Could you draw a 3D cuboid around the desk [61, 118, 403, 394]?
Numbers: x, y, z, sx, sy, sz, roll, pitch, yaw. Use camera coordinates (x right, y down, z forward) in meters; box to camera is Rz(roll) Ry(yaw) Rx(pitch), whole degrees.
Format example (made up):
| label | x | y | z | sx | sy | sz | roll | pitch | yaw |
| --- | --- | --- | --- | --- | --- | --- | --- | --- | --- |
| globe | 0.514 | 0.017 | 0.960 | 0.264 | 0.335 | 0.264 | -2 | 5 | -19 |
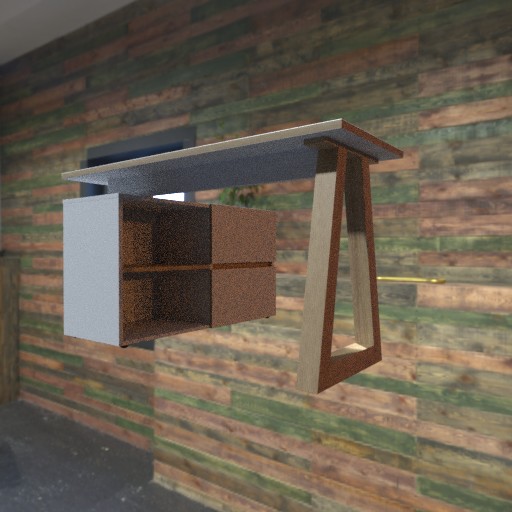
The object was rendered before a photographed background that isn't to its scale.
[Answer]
| label | x | y | z | sx | sy | sz | roll | pitch | yaw |
| --- | --- | --- | --- | --- | --- | --- | --- | --- | --- |
| desk | 0.000 | 0.000 | 2.048 | 1.404 | 0.755 | 1.098 | 1 | 1 | 37 |
